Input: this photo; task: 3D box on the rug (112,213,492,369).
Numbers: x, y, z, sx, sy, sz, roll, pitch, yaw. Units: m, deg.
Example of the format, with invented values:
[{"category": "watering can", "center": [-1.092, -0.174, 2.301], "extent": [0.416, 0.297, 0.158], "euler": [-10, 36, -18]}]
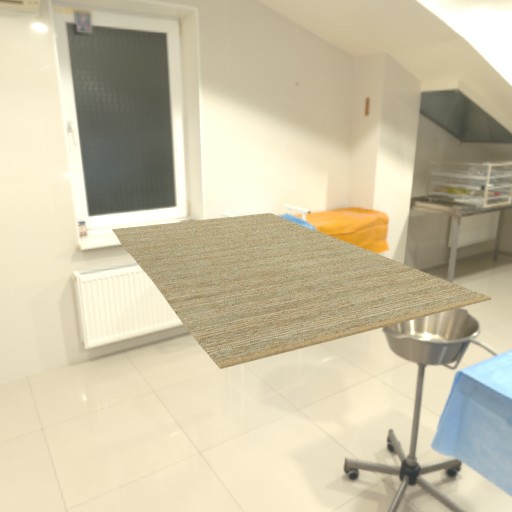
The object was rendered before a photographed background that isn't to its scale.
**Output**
[{"category": "rug", "center": [0.000, 0.000, 3.029], "extent": [1.540, 0.012, 2.448], "euler": [-8, 19, -25]}]
